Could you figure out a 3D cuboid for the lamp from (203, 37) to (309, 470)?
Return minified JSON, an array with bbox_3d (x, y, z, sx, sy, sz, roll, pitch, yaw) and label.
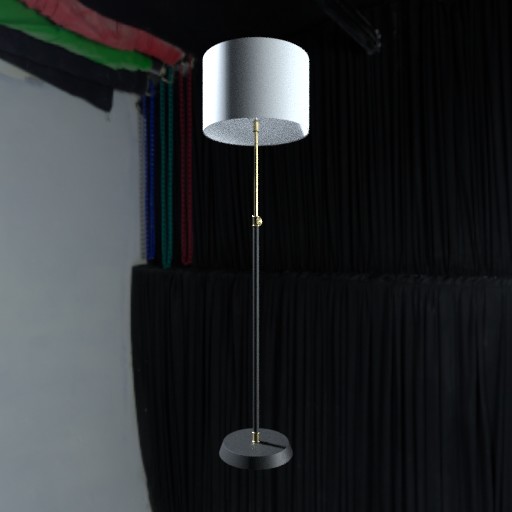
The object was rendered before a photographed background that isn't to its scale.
[{"bbox_3d":[0.000,0.000,1.709,0.404,1.517,0.404,0,1,37],"label":"lamp"}]
